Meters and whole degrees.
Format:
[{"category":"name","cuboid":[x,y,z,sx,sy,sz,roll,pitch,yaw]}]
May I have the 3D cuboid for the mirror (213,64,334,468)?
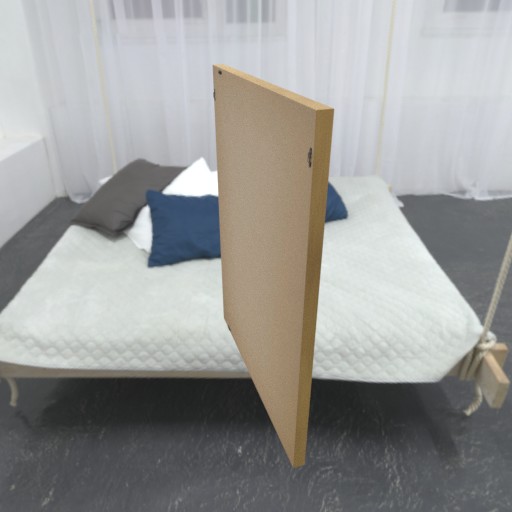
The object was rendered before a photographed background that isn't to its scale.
[{"category":"mirror","cuboid":[0.000,0.000,1.368,0.041,1.016,0.762,-10,31,-17]}]
